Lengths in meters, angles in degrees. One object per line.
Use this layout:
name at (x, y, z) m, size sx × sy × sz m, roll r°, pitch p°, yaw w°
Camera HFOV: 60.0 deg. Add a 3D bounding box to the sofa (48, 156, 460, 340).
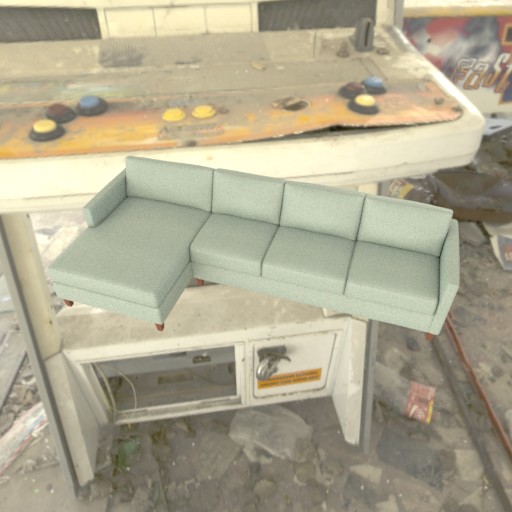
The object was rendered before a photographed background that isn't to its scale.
sofa at (0.000, 0.000, 4.139) m, size 3.470 × 0.953 × 1.600 m, roll 12°, pitch 42°, yaw 14°
